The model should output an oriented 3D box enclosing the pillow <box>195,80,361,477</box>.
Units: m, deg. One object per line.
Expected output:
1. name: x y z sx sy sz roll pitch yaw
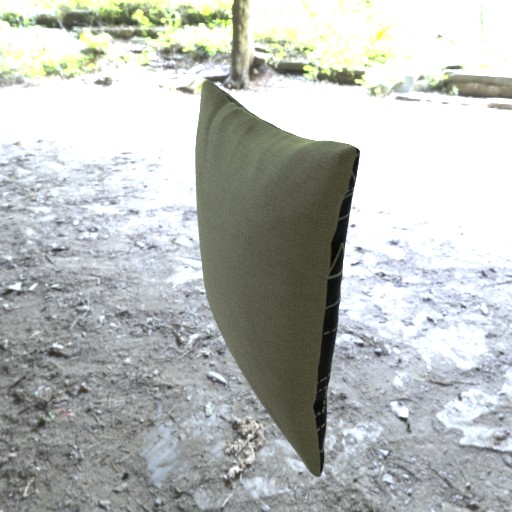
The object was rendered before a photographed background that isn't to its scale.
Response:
1. pillow: 0.000 0.000 0.761 0.158 0.508 0.517 -11 31 -19
